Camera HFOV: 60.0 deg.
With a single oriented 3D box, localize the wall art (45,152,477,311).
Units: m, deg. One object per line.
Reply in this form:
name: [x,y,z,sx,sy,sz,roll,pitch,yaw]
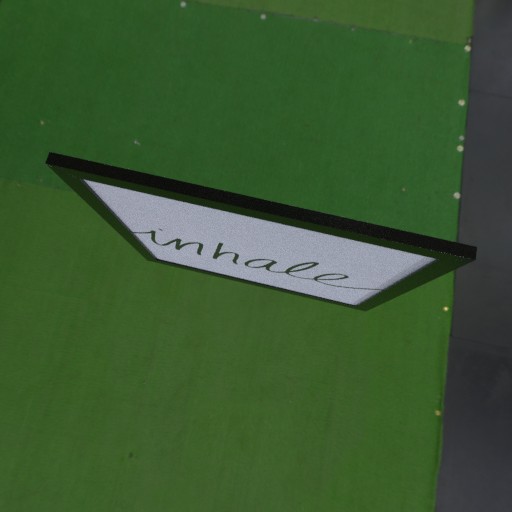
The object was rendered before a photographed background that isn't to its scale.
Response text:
wall art: [0.000,0.000,0.664,0.446,0.445,0.014,13,77,3]
